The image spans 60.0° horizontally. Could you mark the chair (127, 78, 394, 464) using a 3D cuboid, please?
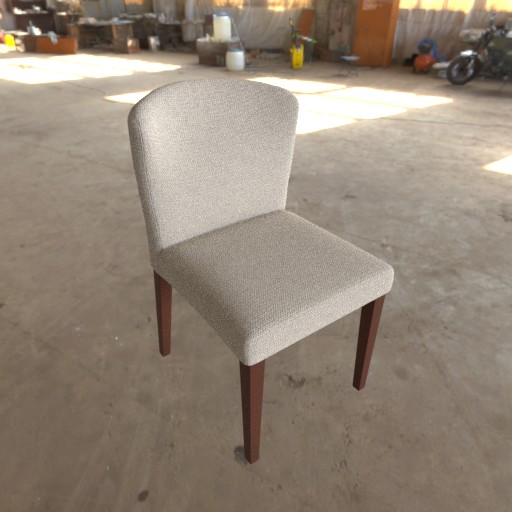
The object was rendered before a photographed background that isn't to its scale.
[{"bbox_3d":[0.000,0.000,1.215,0.491,0.839,0.589,-21,37,-31],"label":"chair"}]
